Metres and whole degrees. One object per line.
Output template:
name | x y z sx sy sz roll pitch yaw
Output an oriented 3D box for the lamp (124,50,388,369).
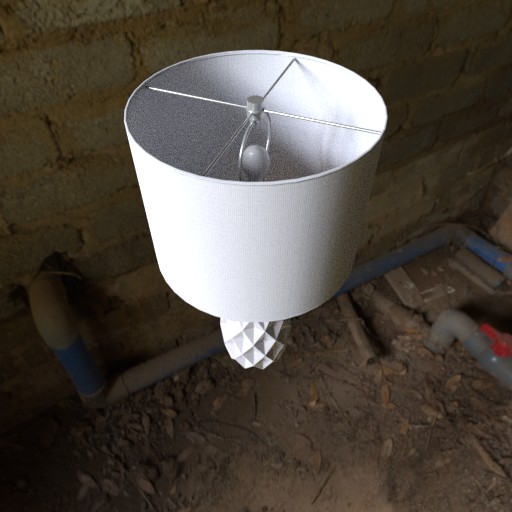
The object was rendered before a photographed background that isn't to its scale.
lamp | 0.000 0.000 0.696 0.297 0.522 0.297 0 47 0
